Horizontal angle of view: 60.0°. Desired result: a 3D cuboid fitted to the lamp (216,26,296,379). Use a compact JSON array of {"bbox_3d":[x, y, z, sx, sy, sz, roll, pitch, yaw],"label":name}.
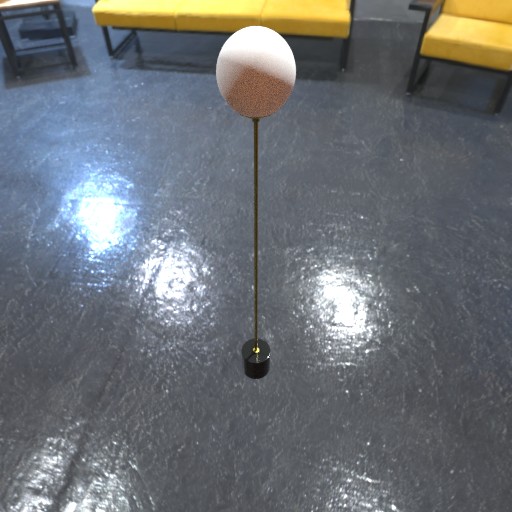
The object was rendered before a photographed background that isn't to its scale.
[{"bbox_3d":[0.000,0.000,1.815,0.229,1.748,0.229,8,46,8],"label":"lamp"}]
